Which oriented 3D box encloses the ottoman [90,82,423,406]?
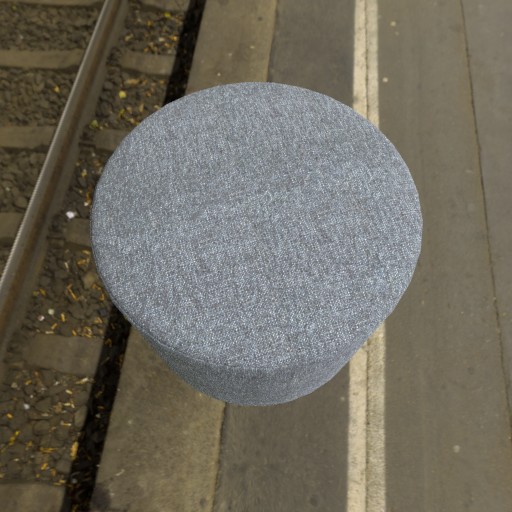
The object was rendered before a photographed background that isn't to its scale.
[{"bbox_3d":[0.000,0.000,0.835,0.500,0.419,0.500,0,65,0],"label":"ottoman"}]
